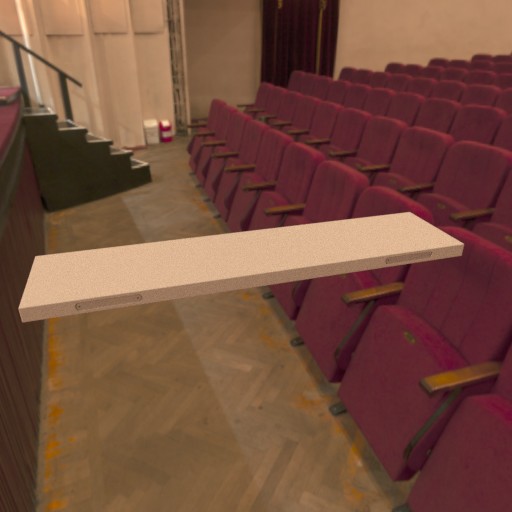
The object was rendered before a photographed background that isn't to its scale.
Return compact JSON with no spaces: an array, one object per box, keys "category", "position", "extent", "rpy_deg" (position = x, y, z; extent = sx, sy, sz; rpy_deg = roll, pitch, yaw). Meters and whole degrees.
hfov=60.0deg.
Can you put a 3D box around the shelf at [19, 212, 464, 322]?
[{"category":"shelf","position":[0.000,0.000,0.650],"extent":[0.610,0.020,0.140],"rpy_deg":[-8,28,-15]}]
